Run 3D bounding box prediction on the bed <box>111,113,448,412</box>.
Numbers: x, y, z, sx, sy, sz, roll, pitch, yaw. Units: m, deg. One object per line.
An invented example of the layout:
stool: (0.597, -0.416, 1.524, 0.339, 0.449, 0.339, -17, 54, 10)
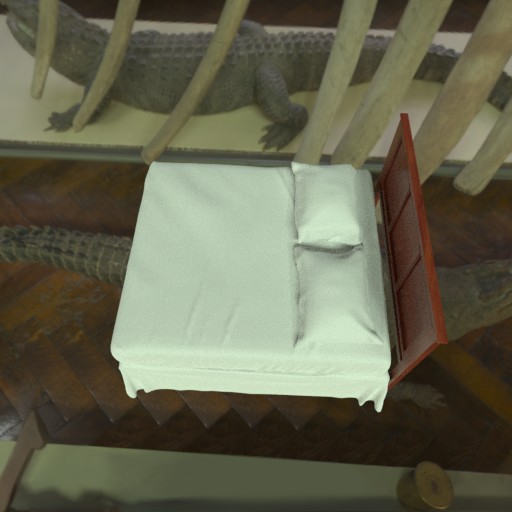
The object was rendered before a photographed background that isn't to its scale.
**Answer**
bed: (0.000, 0.000, 3.227, 2.050, 1.270, 1.870, 2, 60, 1)
